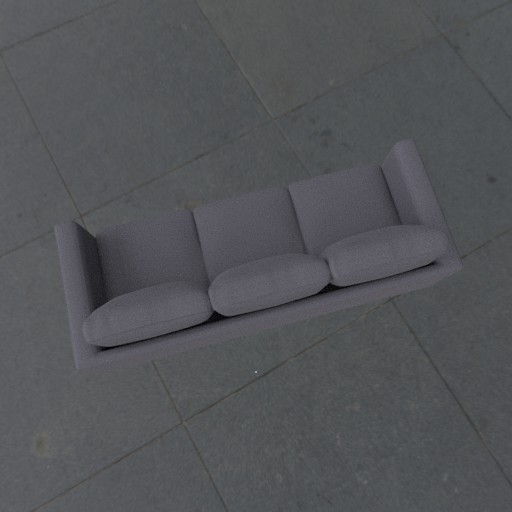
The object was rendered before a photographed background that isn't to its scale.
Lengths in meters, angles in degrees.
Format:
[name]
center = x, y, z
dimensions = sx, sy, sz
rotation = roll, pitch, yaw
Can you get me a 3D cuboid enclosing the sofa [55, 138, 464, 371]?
[sofa]
center = 0.000, 0.000, 2.549
dimensions = 2.029, 0.912, 0.802
rotation = -14, 76, -4
